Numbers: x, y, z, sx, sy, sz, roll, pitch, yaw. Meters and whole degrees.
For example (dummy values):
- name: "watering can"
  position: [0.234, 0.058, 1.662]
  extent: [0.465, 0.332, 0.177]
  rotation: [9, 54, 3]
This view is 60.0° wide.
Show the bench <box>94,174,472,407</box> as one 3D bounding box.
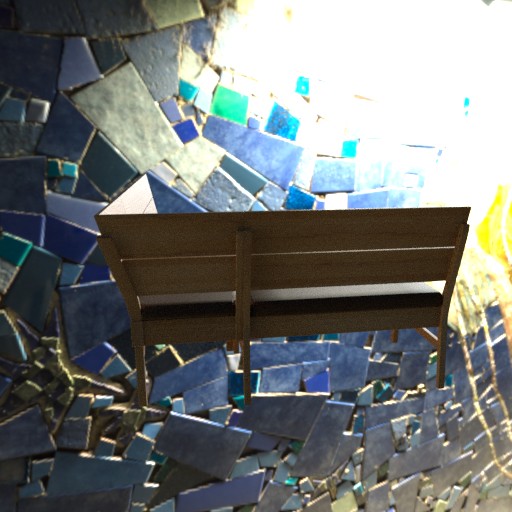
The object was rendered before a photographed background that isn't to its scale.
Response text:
- name: "bench"
  position: [0.000, 0.000, 2.810]
  extent: [1.549, 0.890, 1.975]
  rotation: [-2, 15, -9]
